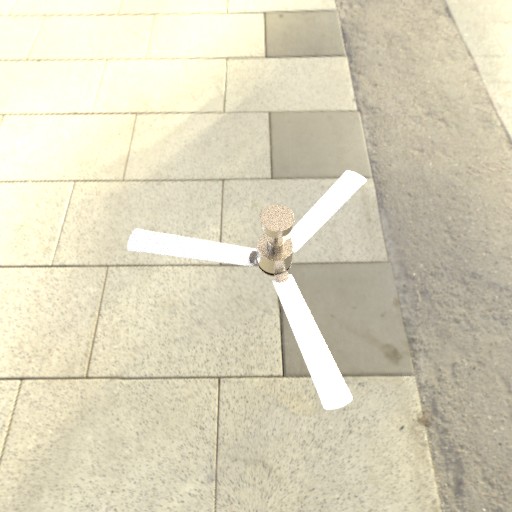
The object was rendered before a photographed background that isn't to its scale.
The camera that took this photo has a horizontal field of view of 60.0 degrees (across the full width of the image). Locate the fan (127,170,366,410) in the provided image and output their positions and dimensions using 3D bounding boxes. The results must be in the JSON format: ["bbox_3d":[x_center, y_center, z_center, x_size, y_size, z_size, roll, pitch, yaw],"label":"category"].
[{"bbox_3d":[0.000,0.000,2.403,1.531,0.446,1.561,-2,58,-1],"label":"fan"}]
